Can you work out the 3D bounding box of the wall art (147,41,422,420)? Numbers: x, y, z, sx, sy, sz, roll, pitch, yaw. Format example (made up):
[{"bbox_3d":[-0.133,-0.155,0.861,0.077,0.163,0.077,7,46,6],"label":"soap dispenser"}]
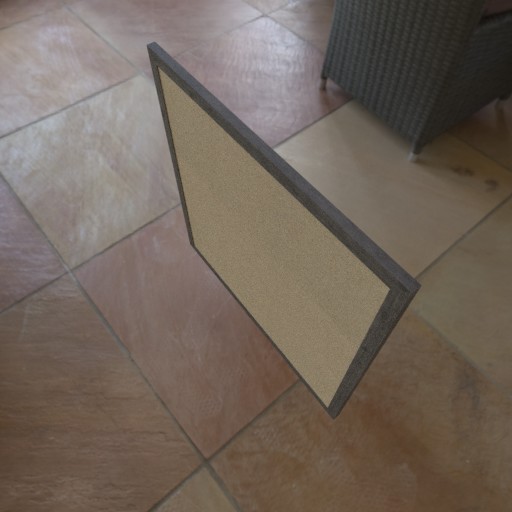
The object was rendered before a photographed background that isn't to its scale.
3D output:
[{"bbox_3d":[0.000,0.000,0.670,0.013,0.457,0.457,-32,63,-19],"label":"wall art"}]
